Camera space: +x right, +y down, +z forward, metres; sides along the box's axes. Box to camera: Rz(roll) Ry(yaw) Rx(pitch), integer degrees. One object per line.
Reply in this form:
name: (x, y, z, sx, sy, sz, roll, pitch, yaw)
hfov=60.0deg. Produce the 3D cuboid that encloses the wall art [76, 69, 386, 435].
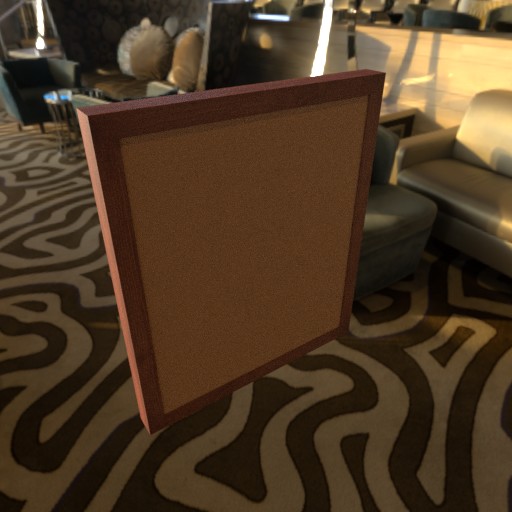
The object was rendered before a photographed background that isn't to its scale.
wall art: (0.000, 0.000, 0.526, 0.330, 0.381, 0.030, -20, 37, -29)
